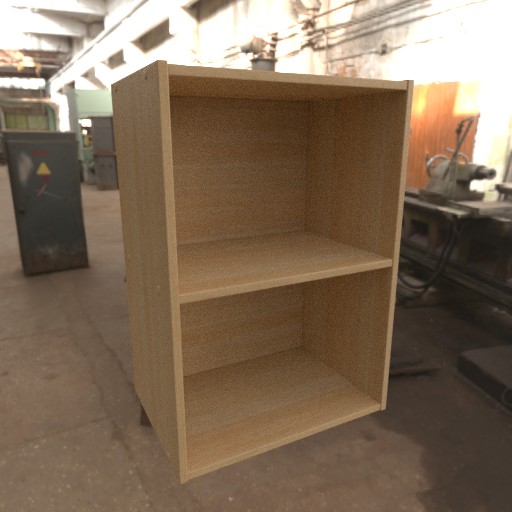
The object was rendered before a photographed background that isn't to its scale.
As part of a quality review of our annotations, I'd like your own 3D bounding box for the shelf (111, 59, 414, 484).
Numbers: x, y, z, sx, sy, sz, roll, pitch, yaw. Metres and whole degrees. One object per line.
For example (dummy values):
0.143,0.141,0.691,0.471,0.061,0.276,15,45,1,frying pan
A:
0.000,0.000,0.805,0.414,0.592,0.290,-8,17,-27,shelf
